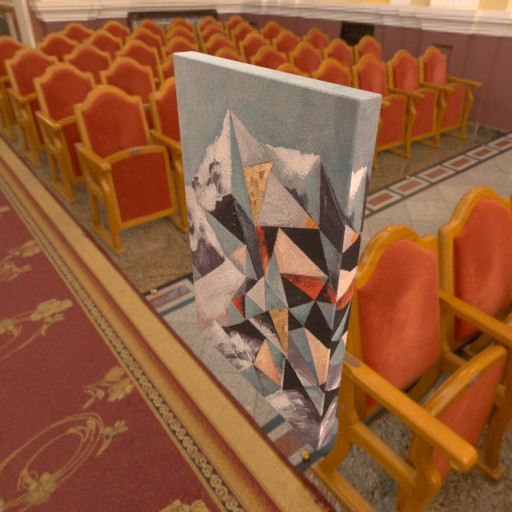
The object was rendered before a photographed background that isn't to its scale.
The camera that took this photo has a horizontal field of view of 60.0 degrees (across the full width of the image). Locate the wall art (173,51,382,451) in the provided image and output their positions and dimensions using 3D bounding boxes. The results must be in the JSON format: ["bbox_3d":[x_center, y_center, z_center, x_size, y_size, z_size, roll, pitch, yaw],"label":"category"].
[{"bbox_3d":[0.000,0.000,1.158,0.061,0.911,0.609,-22,39,-31],"label":"wall art"}]
